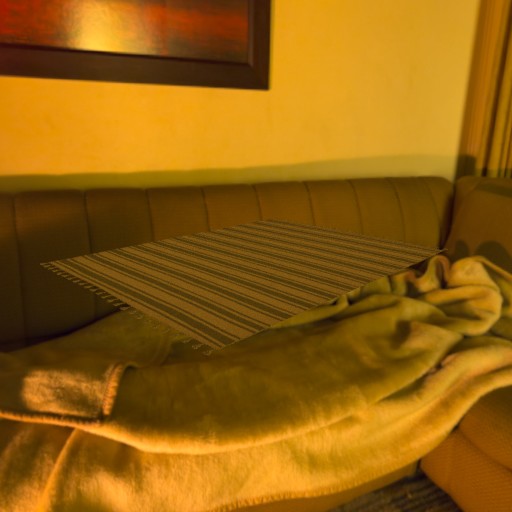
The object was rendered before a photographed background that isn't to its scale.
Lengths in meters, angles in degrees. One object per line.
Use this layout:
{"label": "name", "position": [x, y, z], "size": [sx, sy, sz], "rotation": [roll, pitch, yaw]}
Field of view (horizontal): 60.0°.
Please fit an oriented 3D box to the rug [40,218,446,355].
{"label": "rug", "position": [0.000, 0.000, 4.315], "size": [3.201, 0.005, 2.439], "rotation": [-15, 22, -43]}
